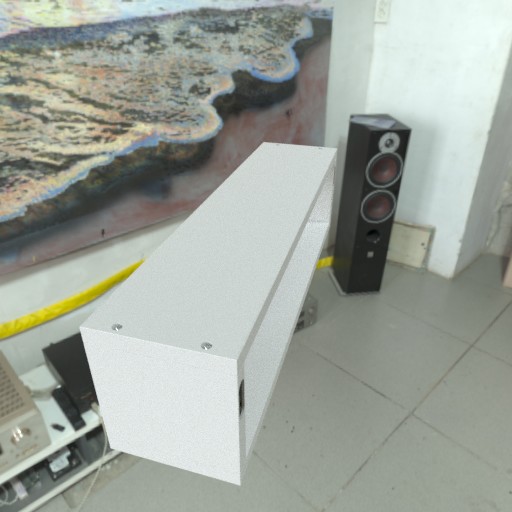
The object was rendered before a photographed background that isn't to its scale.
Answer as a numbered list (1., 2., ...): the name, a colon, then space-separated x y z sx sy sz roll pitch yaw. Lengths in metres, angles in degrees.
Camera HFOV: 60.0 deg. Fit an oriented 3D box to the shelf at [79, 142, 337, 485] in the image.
1. shelf: 0.000 0.000 0.675 0.150 0.170 0.610 9 31 14
